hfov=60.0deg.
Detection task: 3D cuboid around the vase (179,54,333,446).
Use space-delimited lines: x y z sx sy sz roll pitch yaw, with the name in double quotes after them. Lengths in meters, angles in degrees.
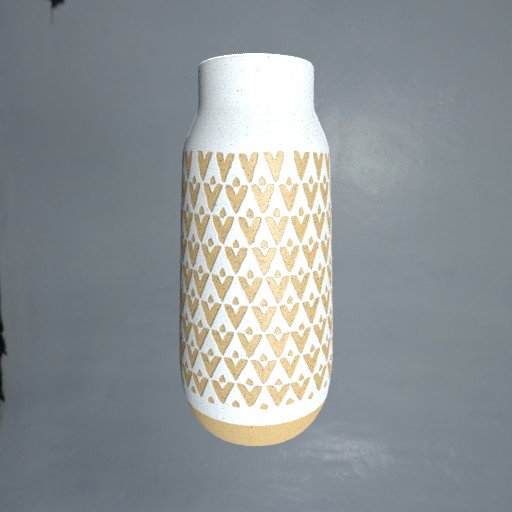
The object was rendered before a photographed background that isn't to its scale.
0.000 0.000 0.383 0.137 0.307 0.137 0 13 0 "vase"
